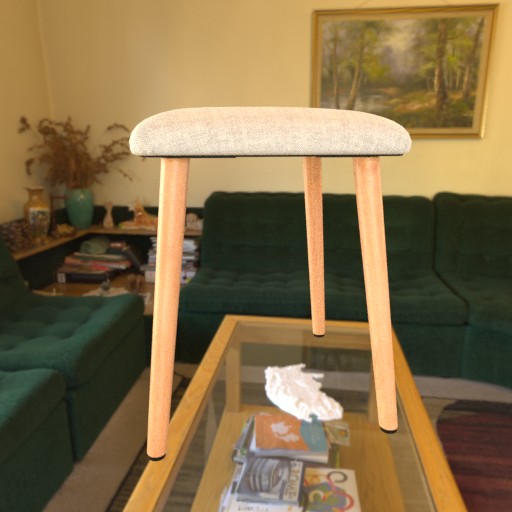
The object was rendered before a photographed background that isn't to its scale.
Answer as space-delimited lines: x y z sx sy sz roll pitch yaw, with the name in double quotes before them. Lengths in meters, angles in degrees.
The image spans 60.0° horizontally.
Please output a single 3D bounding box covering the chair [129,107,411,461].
"chair" 0.000 0.000 0.701 0.350 0.440 0.350 -2 15 -10
